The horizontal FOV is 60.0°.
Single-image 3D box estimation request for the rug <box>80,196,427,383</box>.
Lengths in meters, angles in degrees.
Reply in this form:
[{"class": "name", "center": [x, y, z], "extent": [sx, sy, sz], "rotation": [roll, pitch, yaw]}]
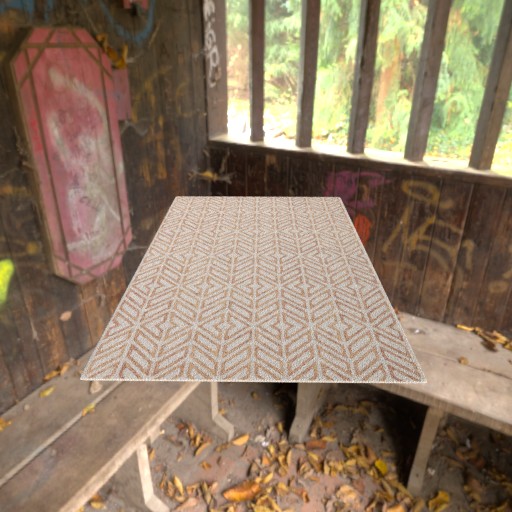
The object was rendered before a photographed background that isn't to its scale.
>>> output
[{"class": "rug", "center": [0.000, 0.000, 3.018], "extent": [1.523, 0.008, 2.438], "rotation": [0, 27, 1]}]
